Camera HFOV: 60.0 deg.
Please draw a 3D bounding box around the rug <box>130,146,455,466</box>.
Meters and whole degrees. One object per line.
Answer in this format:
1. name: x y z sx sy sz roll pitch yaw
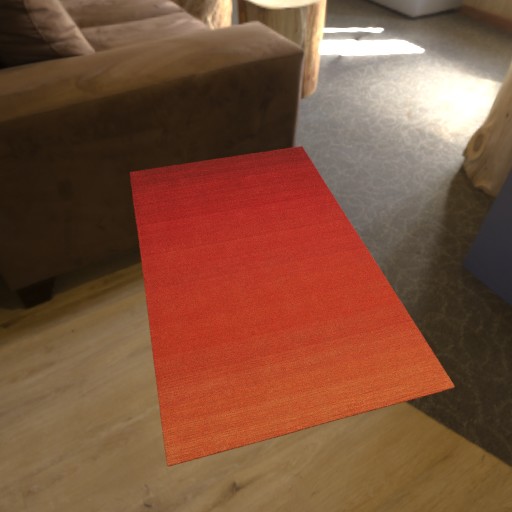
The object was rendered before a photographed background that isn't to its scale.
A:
1. rug: 0.000 0.000 3.036 1.531 0.010 2.442 -11 47 -11
